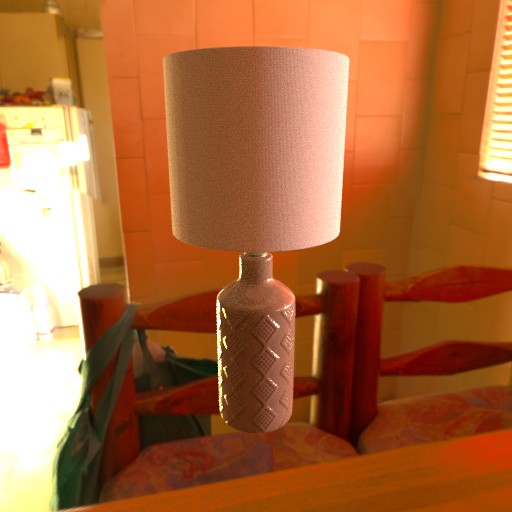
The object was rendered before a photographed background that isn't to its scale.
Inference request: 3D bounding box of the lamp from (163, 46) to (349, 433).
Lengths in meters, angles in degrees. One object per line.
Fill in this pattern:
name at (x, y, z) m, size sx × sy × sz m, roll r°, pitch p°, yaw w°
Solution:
lamp at (0.000, 0.000, 0.567) m, size 0.207 × 0.461 × 0.207 m, roll -16°, pitch 23°, yaw -42°
